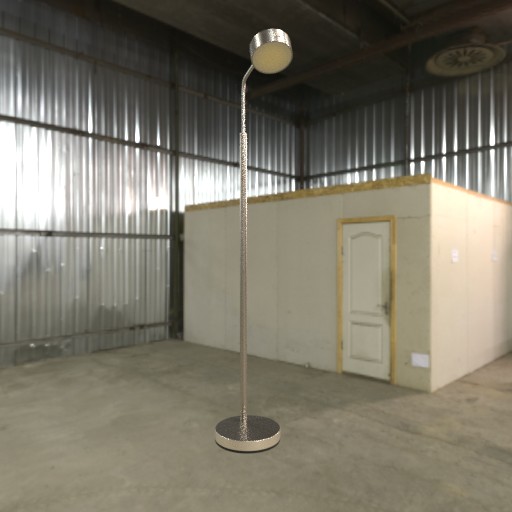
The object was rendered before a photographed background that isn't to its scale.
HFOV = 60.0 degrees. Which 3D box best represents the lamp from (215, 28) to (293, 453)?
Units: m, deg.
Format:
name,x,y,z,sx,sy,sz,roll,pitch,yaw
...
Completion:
name,x,y,z,sx,sy,sz,roll,pitch,yaw
lamp,0.000,0.000,1.408,0.222,1.250,0.421,0,1,-17
